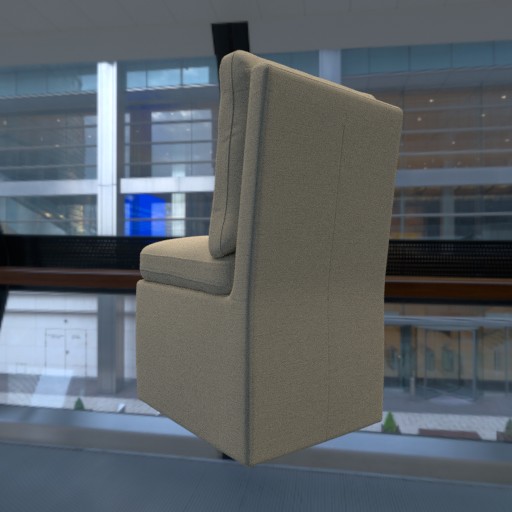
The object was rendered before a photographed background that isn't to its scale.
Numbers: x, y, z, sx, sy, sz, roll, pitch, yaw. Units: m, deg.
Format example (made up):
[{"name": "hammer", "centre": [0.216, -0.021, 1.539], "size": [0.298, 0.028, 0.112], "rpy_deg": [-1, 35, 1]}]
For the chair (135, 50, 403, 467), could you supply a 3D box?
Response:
[{"name": "chair", "centre": [0.000, 0.000, 1.312], "size": [0.503, 0.927, 0.698], "rpy_deg": [0, -1, -37]}]
